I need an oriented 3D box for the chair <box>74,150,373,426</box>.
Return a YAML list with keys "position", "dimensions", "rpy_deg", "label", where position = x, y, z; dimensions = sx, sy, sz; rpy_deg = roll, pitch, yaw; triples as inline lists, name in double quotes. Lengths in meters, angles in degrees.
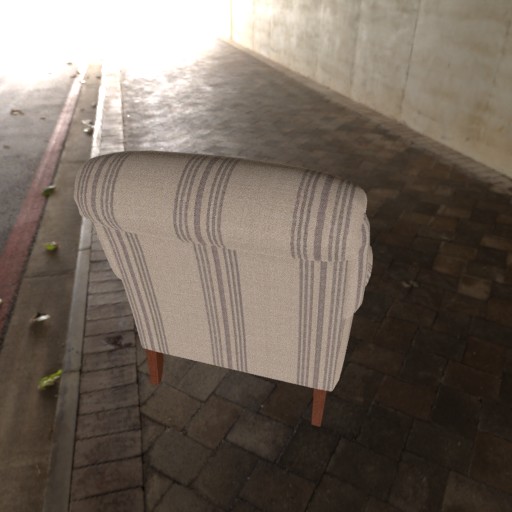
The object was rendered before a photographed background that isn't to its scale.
- position: [0.000, 0.000, 1.598]
  dimensions: [0.813, 0.940, 0.914]
  rpy_deg: [9, 33, 15]
  label: "chair"
